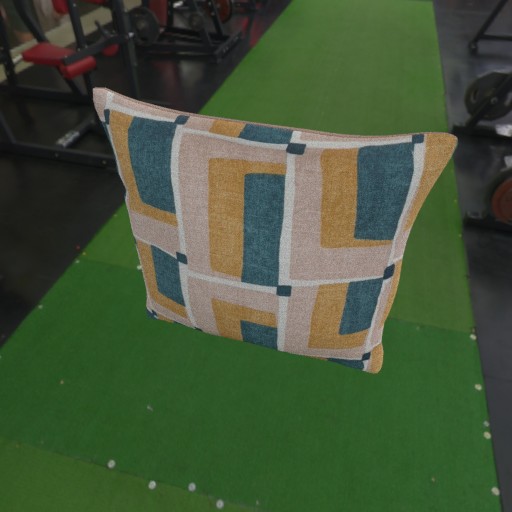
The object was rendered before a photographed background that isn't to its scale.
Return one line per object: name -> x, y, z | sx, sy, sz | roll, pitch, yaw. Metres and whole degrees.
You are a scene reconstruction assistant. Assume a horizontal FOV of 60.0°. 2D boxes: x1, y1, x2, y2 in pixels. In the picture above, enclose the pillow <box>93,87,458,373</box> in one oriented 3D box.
pillow -> 0.000, 0.000, 0.707 | 0.478, 0.479, 0.158 | 12, 44, 13
